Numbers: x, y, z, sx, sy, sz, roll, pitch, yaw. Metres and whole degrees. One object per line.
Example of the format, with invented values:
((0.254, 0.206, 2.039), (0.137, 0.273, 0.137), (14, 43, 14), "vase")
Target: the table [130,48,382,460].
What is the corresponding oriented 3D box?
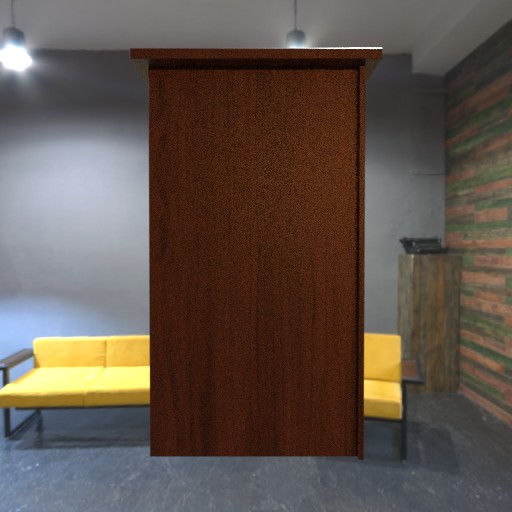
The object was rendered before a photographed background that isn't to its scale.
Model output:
((0.000, 0.000, 0.913), (0.381, 0.636, 0.480), (0, 1, 0), "table")
